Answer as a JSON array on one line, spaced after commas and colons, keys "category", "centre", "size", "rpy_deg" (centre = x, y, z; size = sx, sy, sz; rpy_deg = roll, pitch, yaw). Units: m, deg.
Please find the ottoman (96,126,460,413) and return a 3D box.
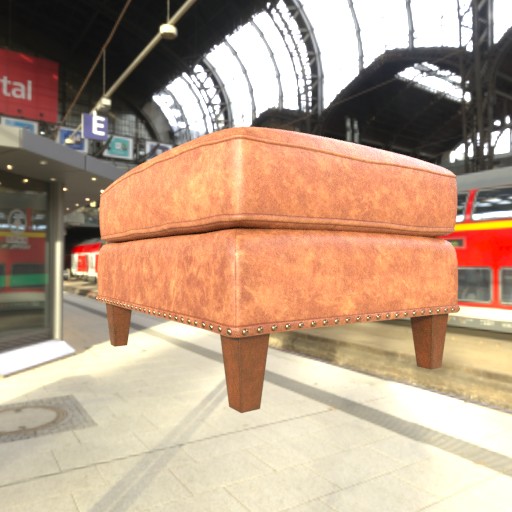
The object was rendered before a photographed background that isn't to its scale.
[{"category": "ottoman", "centre": [0.000, 0.000, 1.093], "size": [0.586, 0.486, 0.742], "rpy_deg": [0, -1, -34]}]
